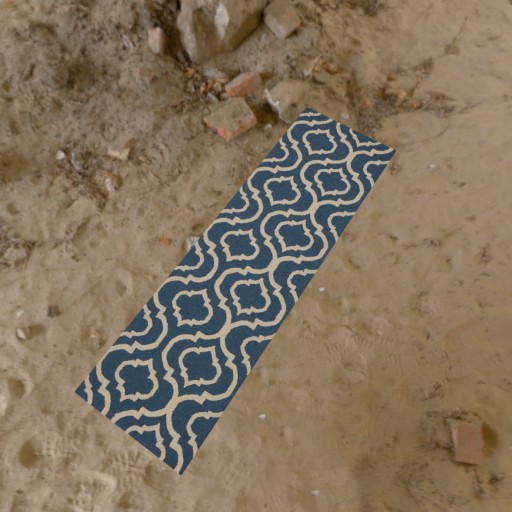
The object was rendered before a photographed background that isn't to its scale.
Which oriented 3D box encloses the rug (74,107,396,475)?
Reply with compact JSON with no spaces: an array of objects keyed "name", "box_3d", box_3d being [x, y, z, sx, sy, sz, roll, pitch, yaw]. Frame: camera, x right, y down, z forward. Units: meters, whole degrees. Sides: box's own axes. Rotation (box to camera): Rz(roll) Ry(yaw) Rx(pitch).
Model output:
[{"name":"rug","box_3d":[0.000,0.000,2.580,0.685,0.006,2.296,31,68,14]}]
